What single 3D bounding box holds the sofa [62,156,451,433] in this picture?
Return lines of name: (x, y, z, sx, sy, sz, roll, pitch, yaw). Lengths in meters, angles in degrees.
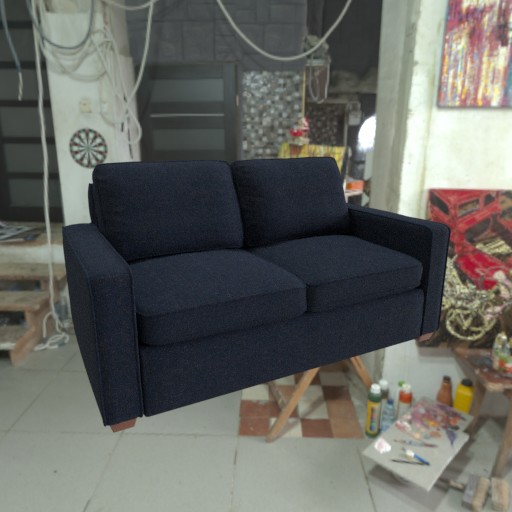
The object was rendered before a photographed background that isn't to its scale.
sofa: (0.000, 0.000, 2.204, 1.709, 0.918, 0.947, -8, 18, -27)
